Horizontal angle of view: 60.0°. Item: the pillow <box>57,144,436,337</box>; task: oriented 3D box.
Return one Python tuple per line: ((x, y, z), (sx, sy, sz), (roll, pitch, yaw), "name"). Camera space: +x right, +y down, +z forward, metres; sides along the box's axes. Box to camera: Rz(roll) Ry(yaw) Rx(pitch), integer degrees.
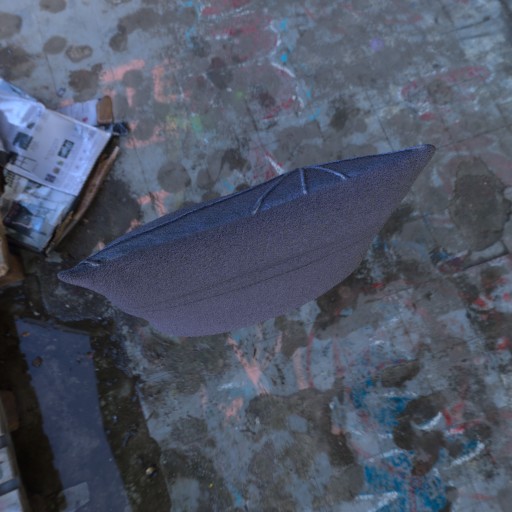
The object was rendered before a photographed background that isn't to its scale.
((0.000, 0.000, 0.679), (0.439, 0.440, 0.183), (-19, 76, -5), "pillow")
